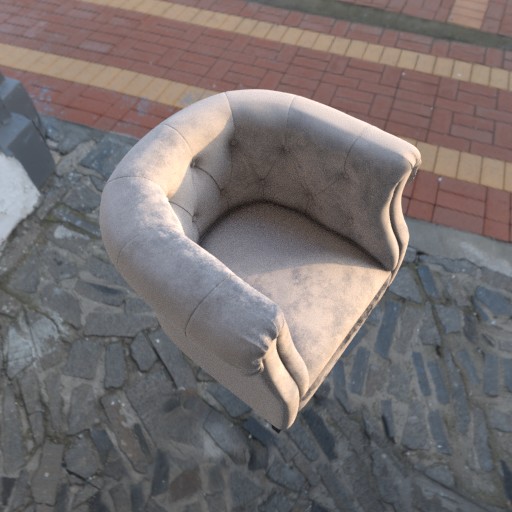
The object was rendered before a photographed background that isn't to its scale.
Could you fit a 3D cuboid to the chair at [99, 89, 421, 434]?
[{"bbox_3d":[0.000,0.000,1.593,0.851,0.826,0.904,33,63,20],"label":"chair"}]
